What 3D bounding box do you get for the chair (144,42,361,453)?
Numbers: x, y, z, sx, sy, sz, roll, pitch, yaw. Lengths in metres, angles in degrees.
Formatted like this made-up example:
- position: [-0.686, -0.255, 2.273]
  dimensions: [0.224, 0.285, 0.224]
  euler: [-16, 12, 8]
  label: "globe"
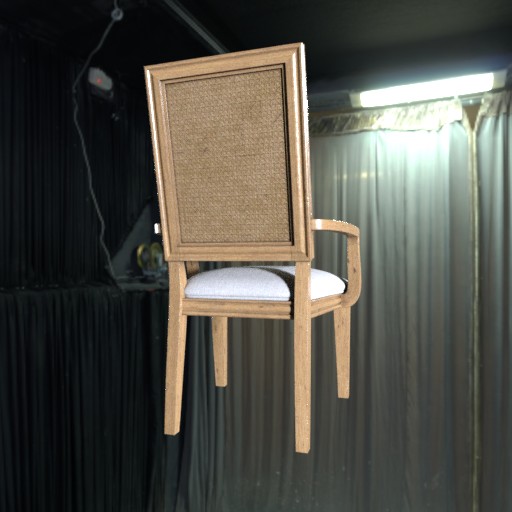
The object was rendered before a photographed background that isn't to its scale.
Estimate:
- position: [0.000, 0.000, 1.365]
  dimensions: [0.606, 0.990, 0.602]
  euler: [0, 0, 18]
  label: "chair"
